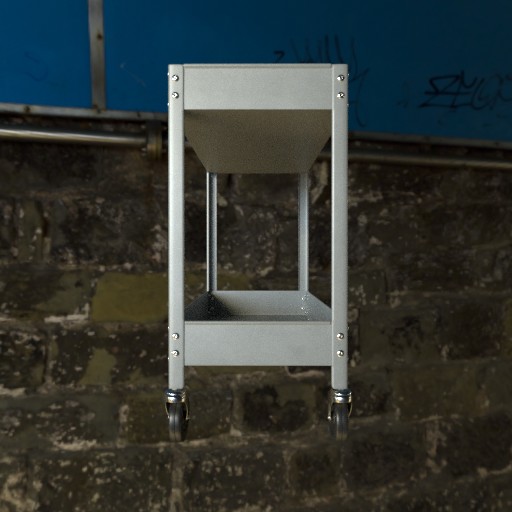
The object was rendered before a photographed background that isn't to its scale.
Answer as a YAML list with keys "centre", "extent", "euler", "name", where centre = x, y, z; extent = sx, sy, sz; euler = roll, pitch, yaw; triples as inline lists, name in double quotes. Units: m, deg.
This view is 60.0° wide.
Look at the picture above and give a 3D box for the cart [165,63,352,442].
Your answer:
- centre: [0.000, 0.000, 1.204]
  extent: [0.366, 0.719, 0.779]
  euler: [0, 0, 0]
  name: "cart"
